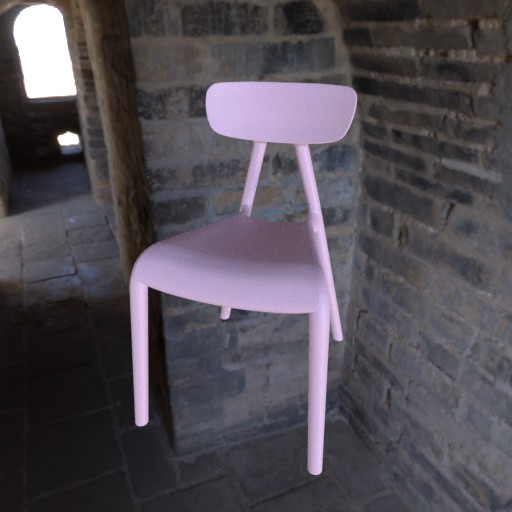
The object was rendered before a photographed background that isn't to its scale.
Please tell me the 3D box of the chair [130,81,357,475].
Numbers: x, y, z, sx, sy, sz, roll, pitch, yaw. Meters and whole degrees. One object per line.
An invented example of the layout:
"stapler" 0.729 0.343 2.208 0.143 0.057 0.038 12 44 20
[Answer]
"chair" 0.000 0.000 0.829 0.356 0.580 0.401 8 27 16
